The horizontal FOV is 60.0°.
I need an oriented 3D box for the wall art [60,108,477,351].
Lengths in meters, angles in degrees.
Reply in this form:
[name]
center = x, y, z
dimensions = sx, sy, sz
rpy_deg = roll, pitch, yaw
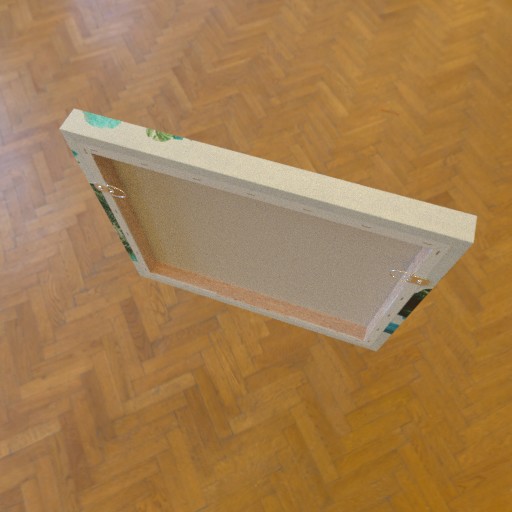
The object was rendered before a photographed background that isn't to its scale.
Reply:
[wall art]
center = 0.000, 0.000, 0.715
dimensions = 0.507, 0.435, 0.041
rpy_deg = 17, 64, 9
